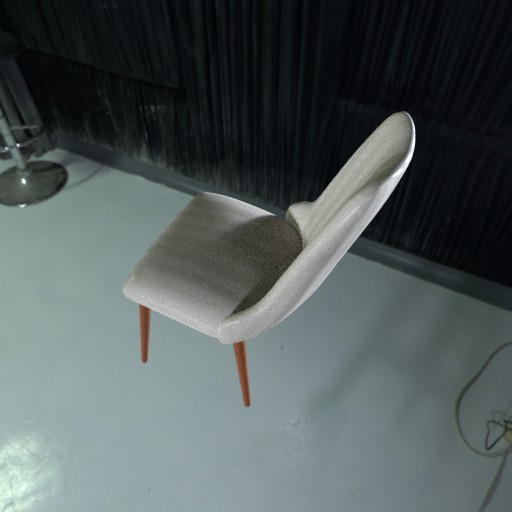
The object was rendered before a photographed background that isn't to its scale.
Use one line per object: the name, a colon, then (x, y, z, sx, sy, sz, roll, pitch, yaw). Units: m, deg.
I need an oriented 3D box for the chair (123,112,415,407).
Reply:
chair: (0.000, 0.000, 1.307, 0.684, 0.917, 0.526, 18, 50, 16)
